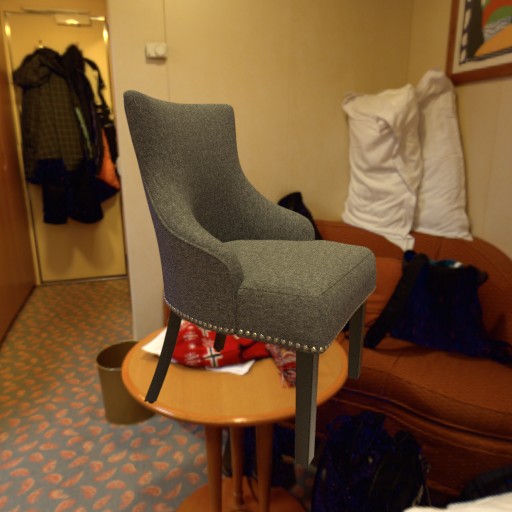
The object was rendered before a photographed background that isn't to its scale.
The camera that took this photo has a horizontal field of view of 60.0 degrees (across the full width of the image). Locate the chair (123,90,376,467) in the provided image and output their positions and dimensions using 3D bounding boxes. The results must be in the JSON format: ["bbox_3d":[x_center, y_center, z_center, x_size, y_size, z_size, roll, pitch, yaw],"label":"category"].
[{"bbox_3d":[0.000,0.000,1.318,0.629,0.909,0.566,7,16,26],"label":"chair"}]
